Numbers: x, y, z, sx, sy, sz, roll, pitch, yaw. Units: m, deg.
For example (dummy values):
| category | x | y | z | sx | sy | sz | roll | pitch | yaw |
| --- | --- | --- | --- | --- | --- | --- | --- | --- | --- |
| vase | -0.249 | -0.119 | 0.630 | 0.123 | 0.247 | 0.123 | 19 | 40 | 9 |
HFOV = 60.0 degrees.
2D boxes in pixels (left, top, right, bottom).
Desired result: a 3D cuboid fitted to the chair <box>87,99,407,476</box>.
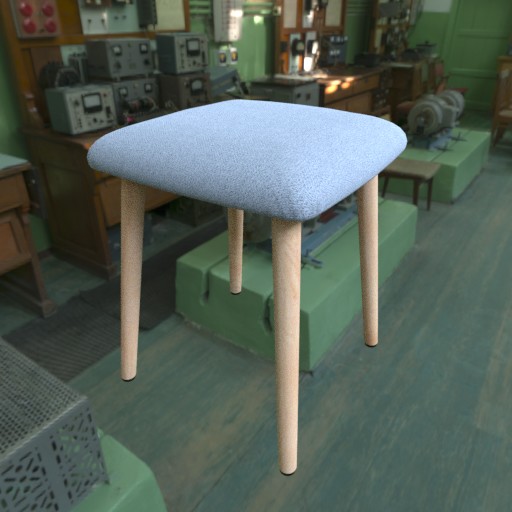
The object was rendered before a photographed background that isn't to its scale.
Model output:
| category | x | y | z | sx | sy | sz | roll | pitch | yaw |
| --- | --- | --- | --- | --- | --- | --- | --- | --- | --- |
| chair | 0.000 | 0.000 | 0.707 | 0.350 | 0.440 | 0.350 | 18 | 34 | 29 |
